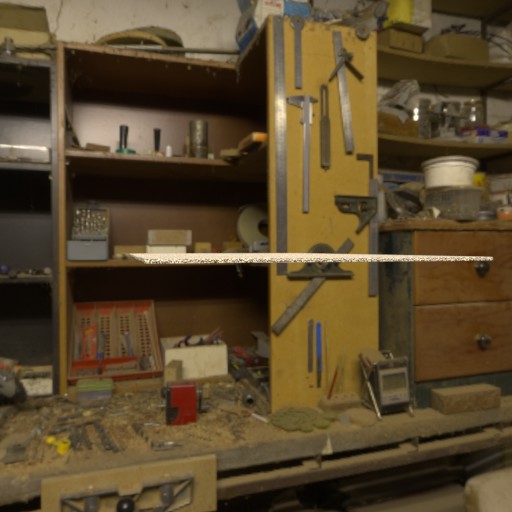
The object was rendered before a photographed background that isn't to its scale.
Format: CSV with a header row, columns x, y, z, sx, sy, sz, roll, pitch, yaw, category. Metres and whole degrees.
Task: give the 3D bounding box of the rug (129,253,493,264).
x,y,z,sx,sy,sz,roll,pitch,yaw,category
0.000,0.000,2.856,1.532,0.018,2.297,0,1,-17,rug
